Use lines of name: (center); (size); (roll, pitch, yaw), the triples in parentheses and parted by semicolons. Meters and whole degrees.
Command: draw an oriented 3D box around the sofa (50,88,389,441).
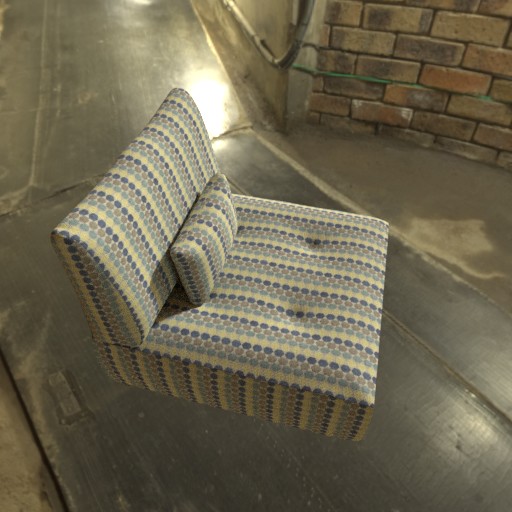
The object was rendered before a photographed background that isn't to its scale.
sofa: (0.000, 0.000, 1.693); (1.000, 0.830, 0.930); (11, 47, 10)
